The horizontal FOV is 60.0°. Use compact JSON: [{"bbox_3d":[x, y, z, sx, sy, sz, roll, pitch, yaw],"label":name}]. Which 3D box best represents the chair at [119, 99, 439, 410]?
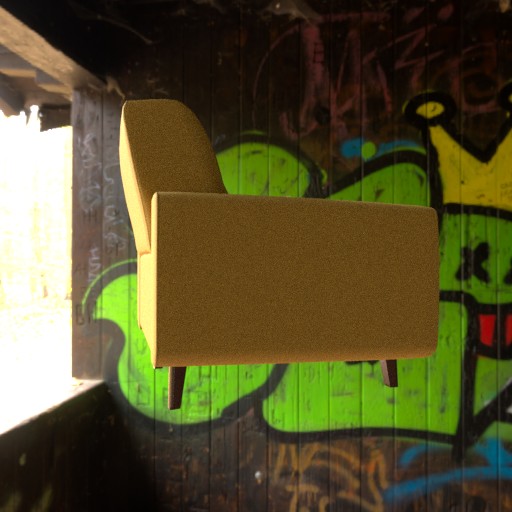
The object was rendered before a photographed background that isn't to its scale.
[{"bbox_3d":[0.000,0.000,1.544,0.909,0.841,0.831,0,-1,-18],"label":"chair"}]
